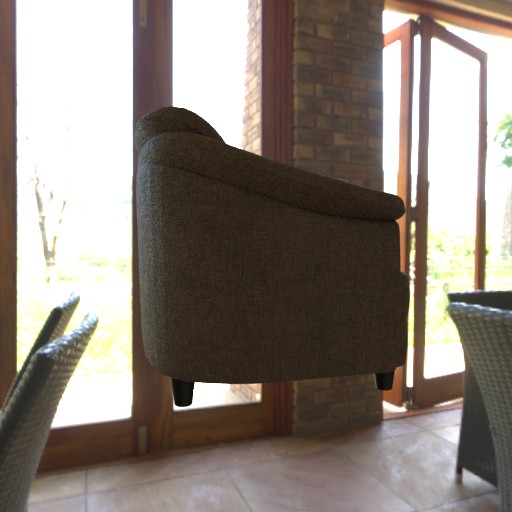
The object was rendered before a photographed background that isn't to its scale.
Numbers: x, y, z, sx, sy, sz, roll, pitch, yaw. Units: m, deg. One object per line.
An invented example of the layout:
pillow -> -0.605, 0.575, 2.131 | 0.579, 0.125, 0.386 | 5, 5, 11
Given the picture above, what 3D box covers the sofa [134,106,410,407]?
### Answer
sofa -> 0.000, 0.000, 1.499 | 0.794, 0.811, 0.870 | 0, 0, -18
